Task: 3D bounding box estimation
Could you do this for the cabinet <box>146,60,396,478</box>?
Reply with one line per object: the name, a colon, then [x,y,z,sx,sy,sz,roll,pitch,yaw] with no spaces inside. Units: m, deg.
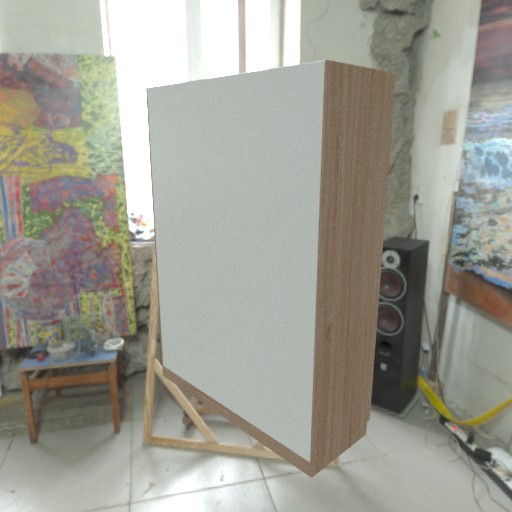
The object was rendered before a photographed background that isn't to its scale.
cabinet: [0.000,0.000,2.873,0.590,2.120,1.500,-14,20,-42]
